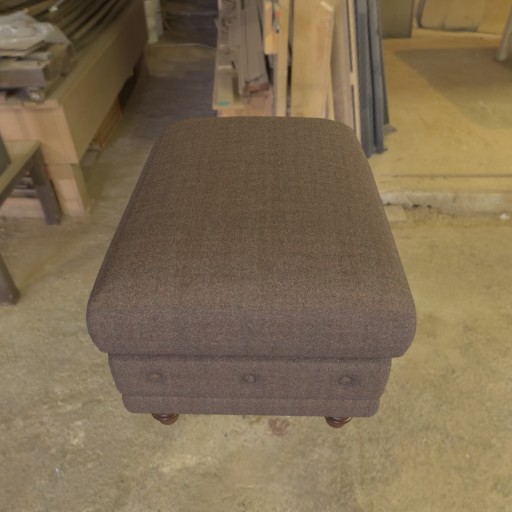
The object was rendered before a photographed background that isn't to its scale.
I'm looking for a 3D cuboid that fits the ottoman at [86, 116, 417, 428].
[{"bbox_3d":[0.000,0.000,1.187,0.599,0.555,0.809,1,40,1],"label":"ottoman"}]
